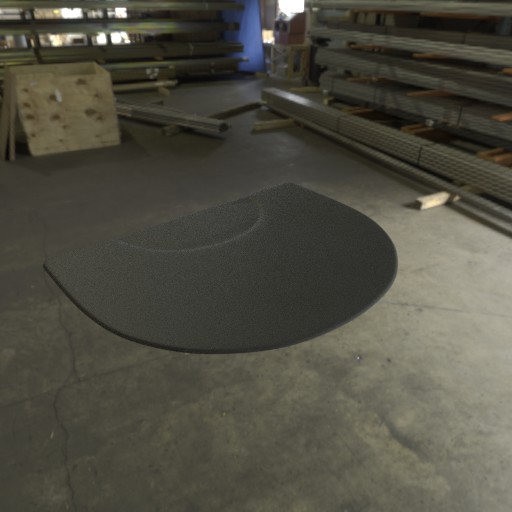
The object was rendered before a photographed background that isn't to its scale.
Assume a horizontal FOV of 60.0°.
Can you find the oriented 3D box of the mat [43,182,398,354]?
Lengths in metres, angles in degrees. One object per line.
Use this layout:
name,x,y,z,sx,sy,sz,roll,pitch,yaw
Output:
mat,0.000,0.000,1.597,1.220,0.016,0.917,-23,37,-34
